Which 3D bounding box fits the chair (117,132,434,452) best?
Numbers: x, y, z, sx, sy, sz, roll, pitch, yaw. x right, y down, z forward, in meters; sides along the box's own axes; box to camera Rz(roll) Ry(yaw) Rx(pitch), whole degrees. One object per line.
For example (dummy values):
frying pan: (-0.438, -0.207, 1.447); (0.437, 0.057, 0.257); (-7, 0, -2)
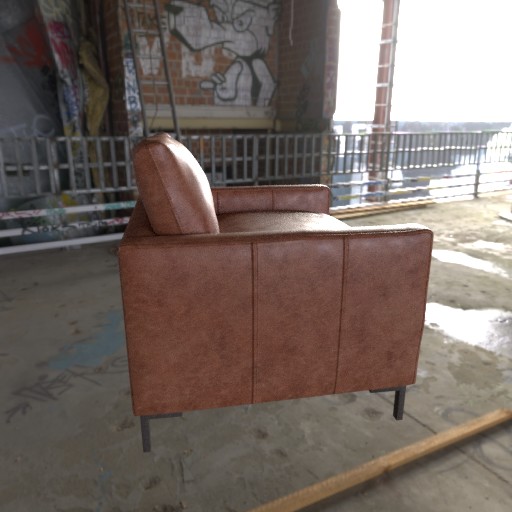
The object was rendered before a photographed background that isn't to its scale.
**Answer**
chair: (0.000, 0.000, 1.632); (0.862, 0.869, 0.967); (-3, 17, -10)
